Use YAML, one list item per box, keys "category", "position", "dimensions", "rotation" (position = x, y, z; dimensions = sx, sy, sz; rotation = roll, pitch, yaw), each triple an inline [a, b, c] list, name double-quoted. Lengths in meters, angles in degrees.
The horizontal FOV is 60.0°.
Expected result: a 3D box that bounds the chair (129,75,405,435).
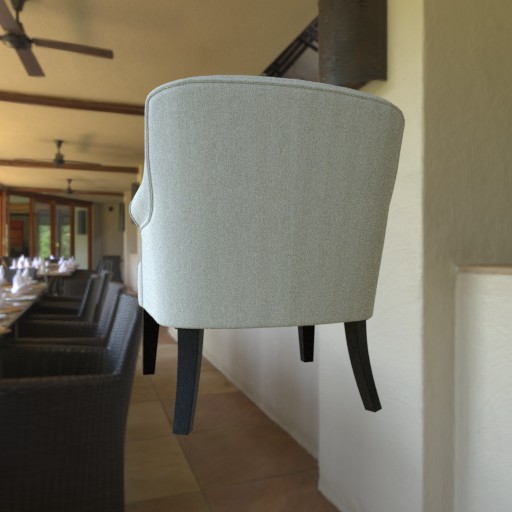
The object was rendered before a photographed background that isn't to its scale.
- category: "chair"
  position: [0.000, 0.000, 1.432]
  dimensions: [0.781, 0.875, 0.750]
  rotation: [0, 0, -17]
